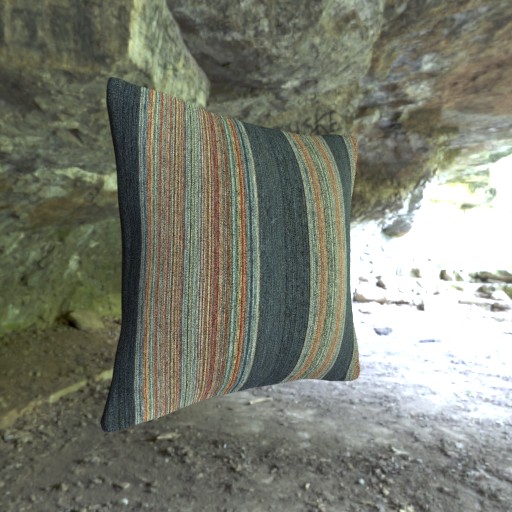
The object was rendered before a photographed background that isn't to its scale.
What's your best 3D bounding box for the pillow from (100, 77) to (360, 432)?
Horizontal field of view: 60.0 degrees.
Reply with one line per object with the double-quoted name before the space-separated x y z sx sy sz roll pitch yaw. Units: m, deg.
"pillow" 0.000 0.000 0.640 0.437 0.419 0.136 1 -2 -36
